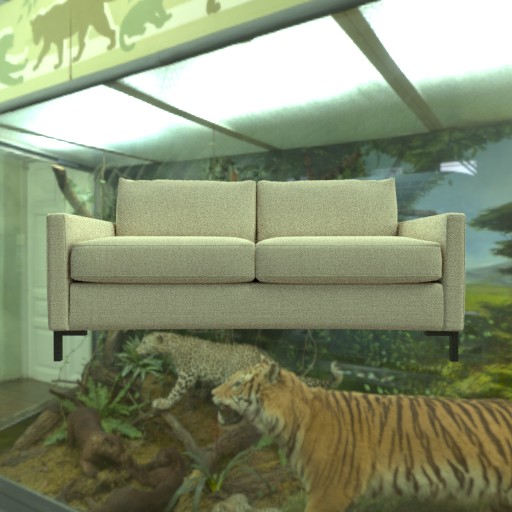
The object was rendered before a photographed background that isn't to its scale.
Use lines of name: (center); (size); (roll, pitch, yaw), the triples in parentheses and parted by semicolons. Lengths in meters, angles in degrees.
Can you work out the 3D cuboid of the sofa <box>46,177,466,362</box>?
sofa: (0.000, 0.000, 2.095); (1.651, 0.812, 0.839); (0, 1, 0)
